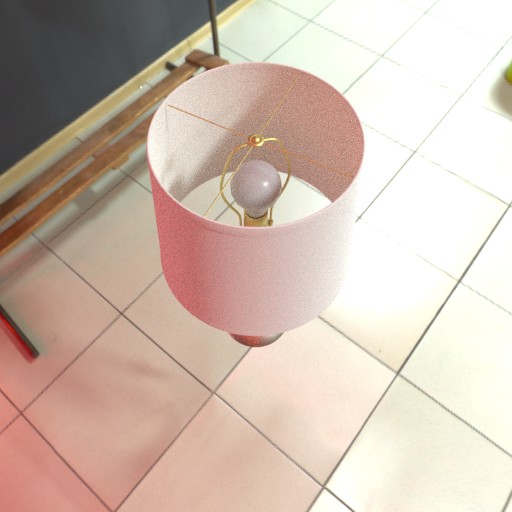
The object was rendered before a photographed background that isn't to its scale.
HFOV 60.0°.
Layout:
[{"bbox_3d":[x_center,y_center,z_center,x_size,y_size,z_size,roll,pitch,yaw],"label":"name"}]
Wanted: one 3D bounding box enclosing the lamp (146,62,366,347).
[{"bbox_3d":[0.000,0.000,0.805,0.328,0.619,0.328,0,62,0],"label":"lamp"}]
